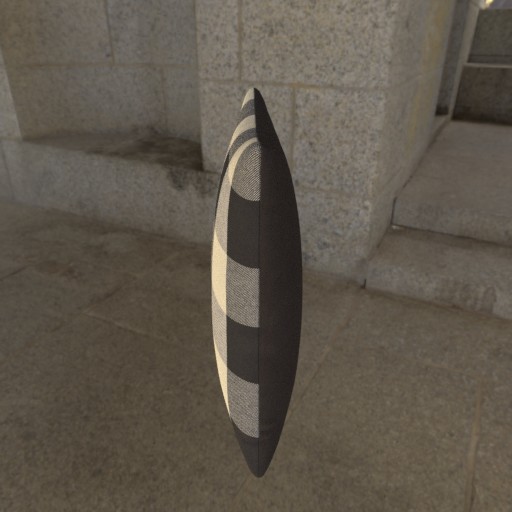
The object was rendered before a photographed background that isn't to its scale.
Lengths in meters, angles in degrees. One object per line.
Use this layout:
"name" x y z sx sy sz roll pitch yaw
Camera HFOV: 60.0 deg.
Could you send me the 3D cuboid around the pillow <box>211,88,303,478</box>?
"pillow" 0.000 0.000 0.787 0.161 0.509 0.511 0 27 -1
